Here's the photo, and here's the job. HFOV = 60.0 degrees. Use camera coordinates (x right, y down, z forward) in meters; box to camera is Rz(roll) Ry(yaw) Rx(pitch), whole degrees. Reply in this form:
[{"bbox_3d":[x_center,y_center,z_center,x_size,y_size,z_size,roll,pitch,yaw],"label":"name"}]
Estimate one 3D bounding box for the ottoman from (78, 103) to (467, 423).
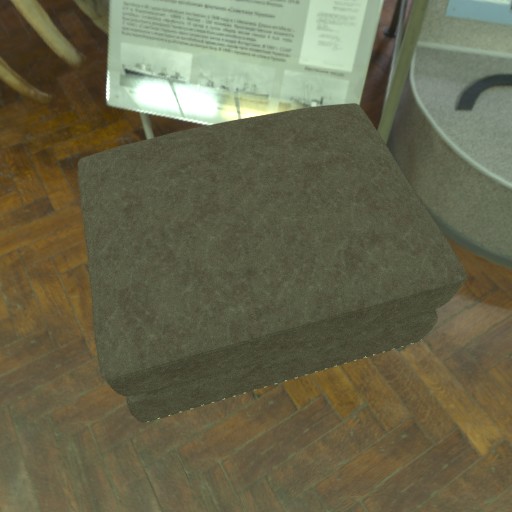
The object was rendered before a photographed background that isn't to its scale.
[{"bbox_3d":[0.000,0.000,1.123,0.741,0.513,0.584,-14,59,-9],"label":"ottoman"}]
